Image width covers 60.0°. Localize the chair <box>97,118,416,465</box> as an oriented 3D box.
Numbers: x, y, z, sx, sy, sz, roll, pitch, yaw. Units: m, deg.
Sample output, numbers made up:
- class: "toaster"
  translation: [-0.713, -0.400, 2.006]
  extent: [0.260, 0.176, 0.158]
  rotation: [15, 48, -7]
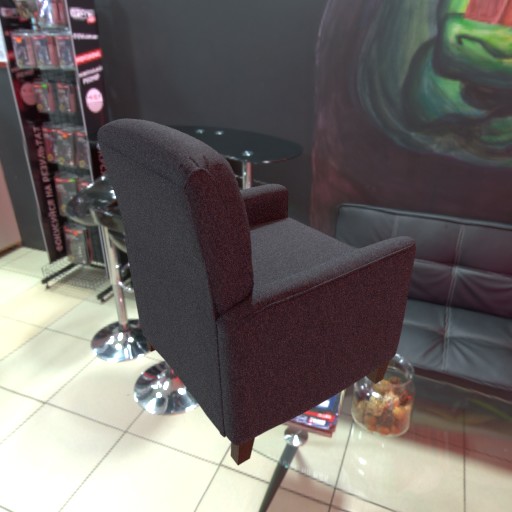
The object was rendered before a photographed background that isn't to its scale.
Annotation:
- class: "chair"
  translation: [0.000, 0.000, 1.639]
  extent: [0.850, 1.016, 0.839]
  rotation: [-18, 32, -31]
